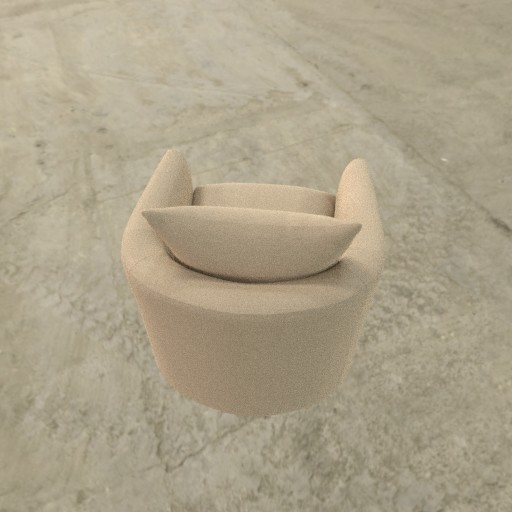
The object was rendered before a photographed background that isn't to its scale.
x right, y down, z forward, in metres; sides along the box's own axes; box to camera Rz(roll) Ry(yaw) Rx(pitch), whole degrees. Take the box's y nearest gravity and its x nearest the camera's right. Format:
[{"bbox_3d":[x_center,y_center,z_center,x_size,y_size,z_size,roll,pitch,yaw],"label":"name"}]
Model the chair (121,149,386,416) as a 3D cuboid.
[{"bbox_3d":[0.000,0.000,1.633,0.845,0.848,0.910,4,47,4],"label":"chair"}]
